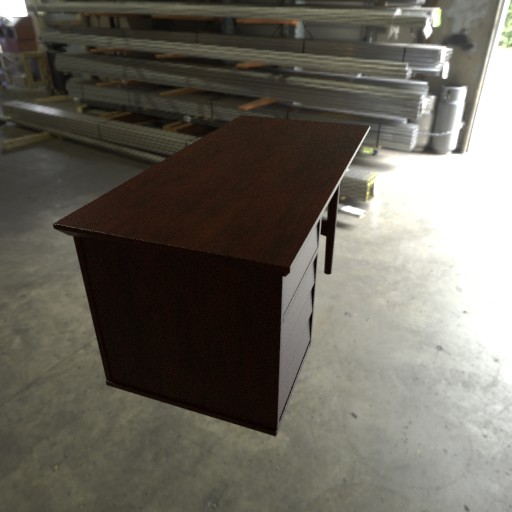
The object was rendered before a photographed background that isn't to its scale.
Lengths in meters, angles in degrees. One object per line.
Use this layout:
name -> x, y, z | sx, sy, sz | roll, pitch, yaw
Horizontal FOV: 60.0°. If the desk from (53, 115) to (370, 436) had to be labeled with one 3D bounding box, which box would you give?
desk -> 0.000, 0.000, 1.718 | 0.612, 0.758, 1.277 | 10, 32, 17
